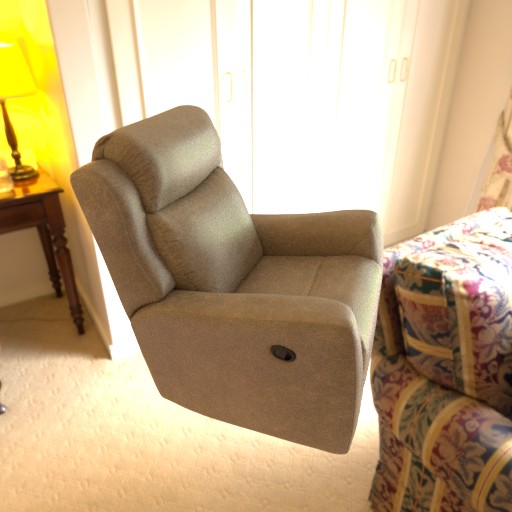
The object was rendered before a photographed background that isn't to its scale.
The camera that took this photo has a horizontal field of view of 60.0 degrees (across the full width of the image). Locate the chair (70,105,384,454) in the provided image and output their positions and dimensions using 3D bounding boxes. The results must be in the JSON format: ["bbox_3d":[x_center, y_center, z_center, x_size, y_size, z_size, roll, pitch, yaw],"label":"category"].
[{"bbox_3d":[0.000,0.000,1.905,1.068,1.116,0.965,9,30,17],"label":"chair"}]
